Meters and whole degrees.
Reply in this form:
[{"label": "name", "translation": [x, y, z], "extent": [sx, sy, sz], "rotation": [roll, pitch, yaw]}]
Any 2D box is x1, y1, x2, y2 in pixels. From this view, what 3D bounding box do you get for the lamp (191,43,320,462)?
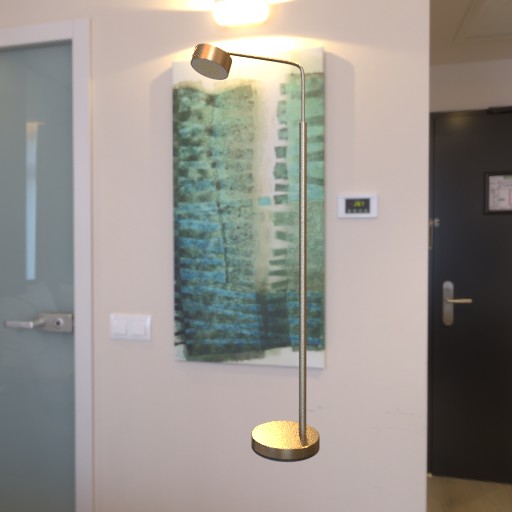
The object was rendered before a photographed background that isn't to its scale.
[{"label": "lamp", "translation": [0.000, 0.000, 1.394], "extent": [0.418, 1.230, 0.219], "rotation": [0, 1, -17]}]
